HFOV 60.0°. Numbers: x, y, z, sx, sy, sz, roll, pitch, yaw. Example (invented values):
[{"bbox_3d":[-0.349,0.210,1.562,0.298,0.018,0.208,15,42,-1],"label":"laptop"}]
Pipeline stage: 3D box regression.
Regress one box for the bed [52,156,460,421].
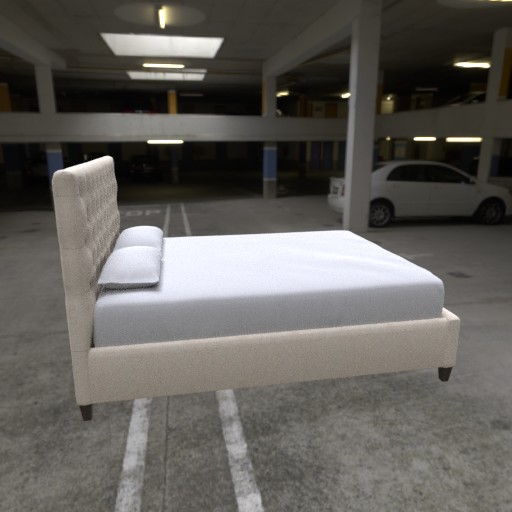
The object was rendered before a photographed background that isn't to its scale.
[{"bbox_3d":[0.000,0.000,3.354,2.387,1.427,1.698,-3,15,-10],"label":"bed"}]
